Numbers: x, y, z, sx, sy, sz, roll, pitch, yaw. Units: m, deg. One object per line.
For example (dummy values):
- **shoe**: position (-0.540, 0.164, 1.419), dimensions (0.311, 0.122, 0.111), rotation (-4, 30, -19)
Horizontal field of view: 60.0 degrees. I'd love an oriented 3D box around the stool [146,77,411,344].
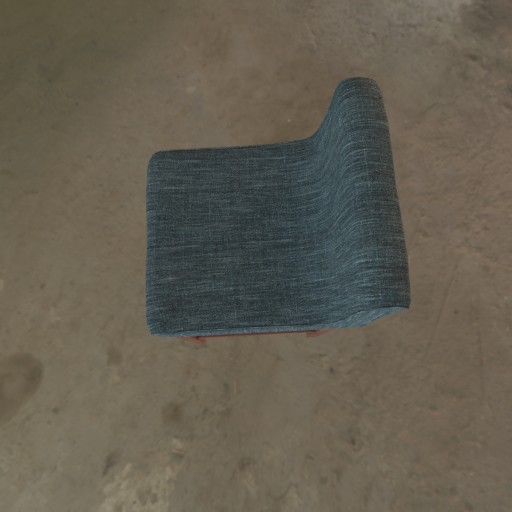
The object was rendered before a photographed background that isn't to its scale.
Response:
- **stool**: position (0.000, 0.000, 1.086), dimensions (0.459, 0.835, 0.395), rotation (-3, 76, -1)
